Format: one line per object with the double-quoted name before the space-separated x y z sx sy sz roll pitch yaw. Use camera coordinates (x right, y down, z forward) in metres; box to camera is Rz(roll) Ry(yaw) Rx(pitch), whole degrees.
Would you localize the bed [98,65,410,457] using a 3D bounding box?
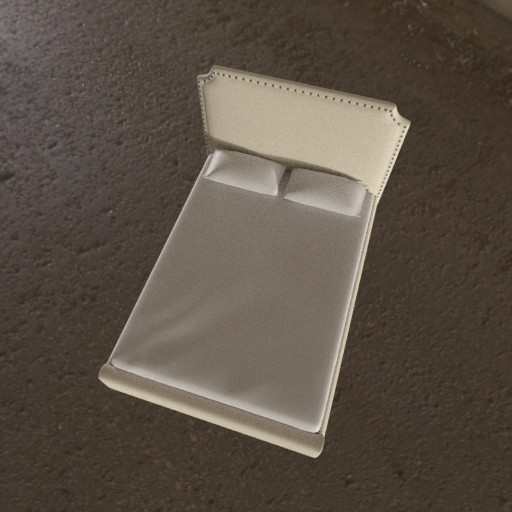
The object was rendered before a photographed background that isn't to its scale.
"bed" 0.000 0.000 3.431 1.712 1.443 2.372 15 62 9
